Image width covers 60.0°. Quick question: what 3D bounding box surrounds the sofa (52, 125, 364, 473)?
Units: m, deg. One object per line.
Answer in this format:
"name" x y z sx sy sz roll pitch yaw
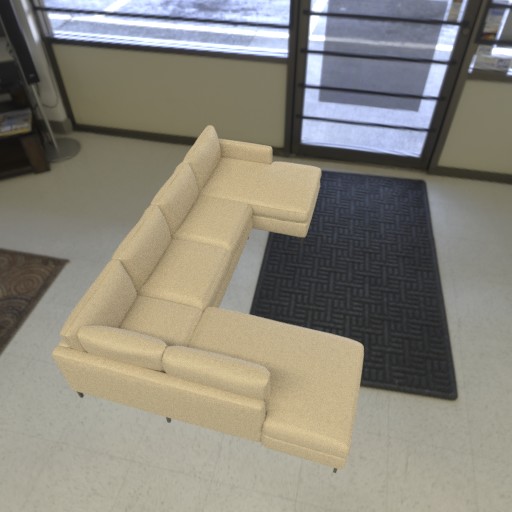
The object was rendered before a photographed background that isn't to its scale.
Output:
"sofa" 0.000 0.000 3.571 1.879 0.756 2.737 11 46 11
